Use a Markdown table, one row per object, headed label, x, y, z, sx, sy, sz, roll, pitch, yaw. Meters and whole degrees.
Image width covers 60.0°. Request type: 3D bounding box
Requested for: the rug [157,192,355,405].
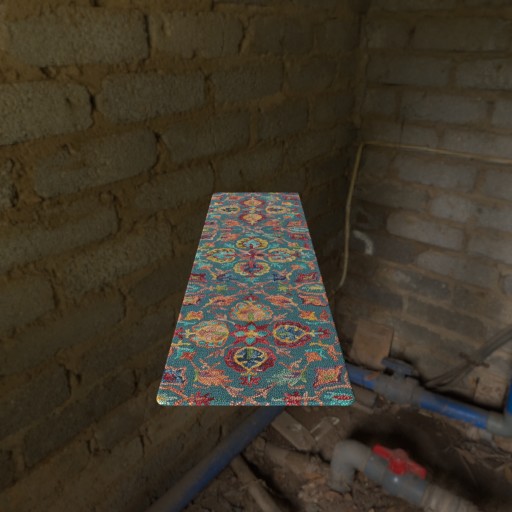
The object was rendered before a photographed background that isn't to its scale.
| label | x | y | z | sx | sy | sz | roll | pitch | yaw |
| --- | --- | --- | --- | --- | --- | --- | --- | --- | --- |
| rug | 0.000 | 0.000 | 2.530 | 0.686 | 0.013 | 2.286 | 0 | 26 | 0 |
